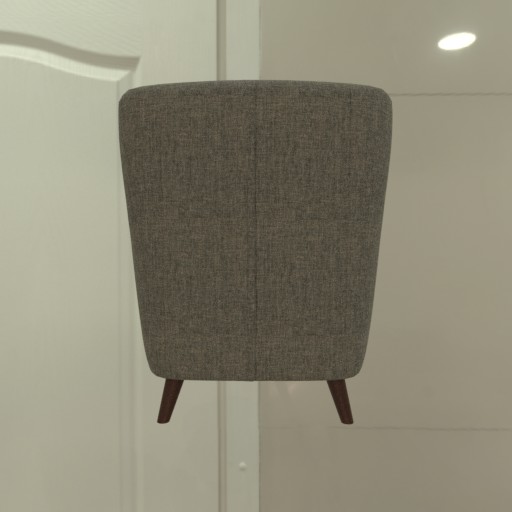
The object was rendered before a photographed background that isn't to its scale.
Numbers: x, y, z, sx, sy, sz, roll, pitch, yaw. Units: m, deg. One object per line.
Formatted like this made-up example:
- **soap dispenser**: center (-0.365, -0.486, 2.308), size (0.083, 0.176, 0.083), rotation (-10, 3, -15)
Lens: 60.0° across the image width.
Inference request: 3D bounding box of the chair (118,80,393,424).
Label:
- **chair**: center (0.000, 0.000, 1.714), size (0.878, 1.063, 0.904), rotation (0, 1, 1)
